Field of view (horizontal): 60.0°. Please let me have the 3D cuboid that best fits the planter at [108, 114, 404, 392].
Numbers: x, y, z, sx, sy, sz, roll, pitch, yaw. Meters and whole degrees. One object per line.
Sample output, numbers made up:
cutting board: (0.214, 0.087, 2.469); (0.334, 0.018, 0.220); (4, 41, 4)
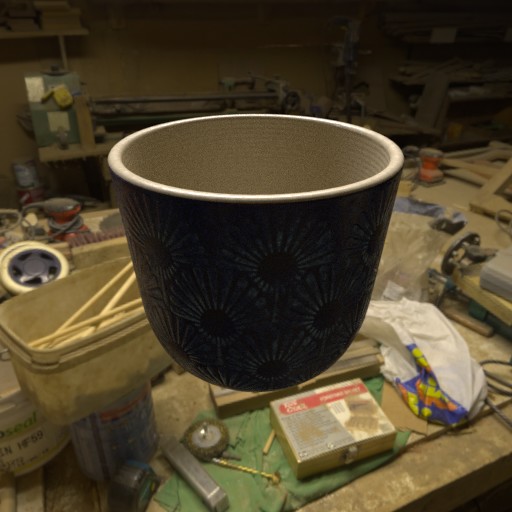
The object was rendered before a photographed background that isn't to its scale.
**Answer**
planter: (0.000, 0.000, 0.300); (0.170, 0.153, 0.170); (0, 30, 0)
